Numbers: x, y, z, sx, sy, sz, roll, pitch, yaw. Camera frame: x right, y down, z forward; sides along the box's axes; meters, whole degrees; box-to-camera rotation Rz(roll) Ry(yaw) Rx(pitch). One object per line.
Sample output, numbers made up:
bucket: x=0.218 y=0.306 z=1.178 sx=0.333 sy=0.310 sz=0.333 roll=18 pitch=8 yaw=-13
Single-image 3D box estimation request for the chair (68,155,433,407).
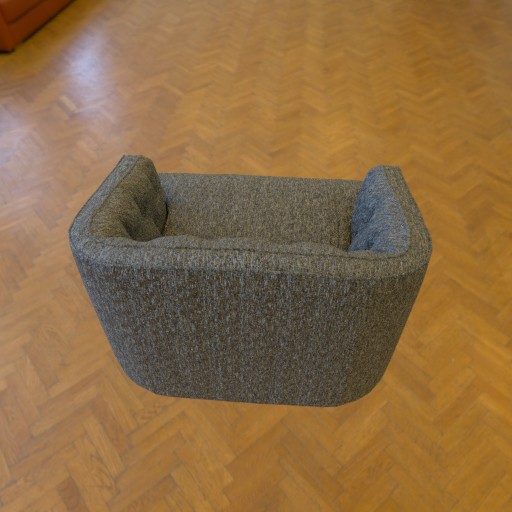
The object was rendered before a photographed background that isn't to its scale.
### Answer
chair: x=0.000 y=0.000 z=1.729 sx=1.104 sy=0.852 sz=0.941 roll=3 pitch=46 yaw=3
